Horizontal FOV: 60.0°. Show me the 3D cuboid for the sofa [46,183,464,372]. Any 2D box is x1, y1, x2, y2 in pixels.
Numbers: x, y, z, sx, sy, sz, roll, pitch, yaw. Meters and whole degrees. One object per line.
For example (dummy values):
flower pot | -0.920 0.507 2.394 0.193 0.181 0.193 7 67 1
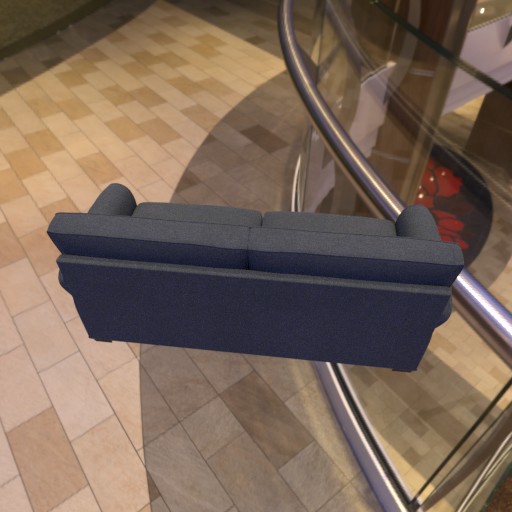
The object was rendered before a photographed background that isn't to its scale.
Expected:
sofa | 0.000 0.000 2.938 2.391 1.026 0.954 5 45 5
